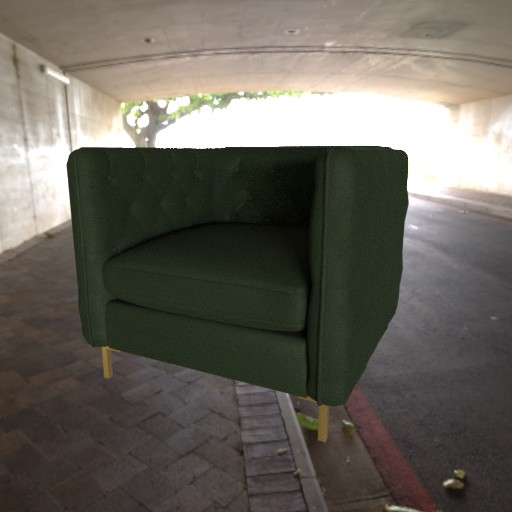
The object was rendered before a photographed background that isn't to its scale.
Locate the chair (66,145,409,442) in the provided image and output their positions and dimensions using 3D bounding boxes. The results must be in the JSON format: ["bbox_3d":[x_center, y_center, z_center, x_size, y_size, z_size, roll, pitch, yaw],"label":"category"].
[{"bbox_3d":[0.000,0.000,1.569,0.917,0.768,0.855,6,15,26],"label":"chair"}]
